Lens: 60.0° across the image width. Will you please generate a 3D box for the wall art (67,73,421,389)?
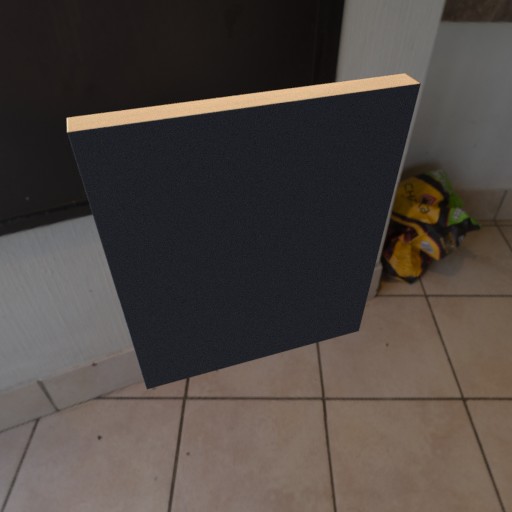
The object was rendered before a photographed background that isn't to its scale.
[{"bbox_3d":[0.000,0.000,0.706,0.435,0.511,0.037,-12,44,-13],"label":"wall art"}]
